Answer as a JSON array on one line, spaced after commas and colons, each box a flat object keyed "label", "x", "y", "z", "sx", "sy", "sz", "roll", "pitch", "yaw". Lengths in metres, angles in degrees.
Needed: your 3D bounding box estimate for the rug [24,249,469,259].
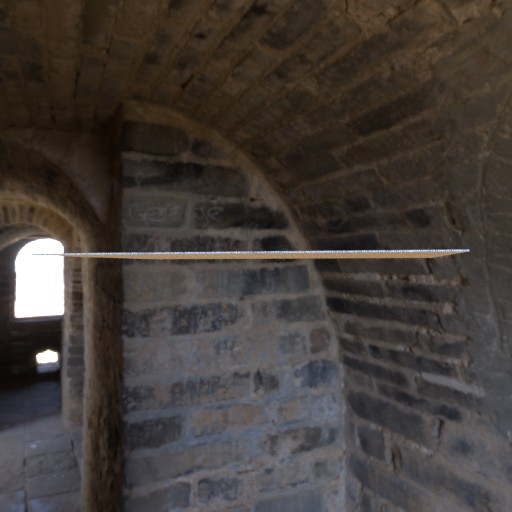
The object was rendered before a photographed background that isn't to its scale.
[{"label": "rug", "x": 0.000, "y": 0.000, "z": 2.220, "sx": 1.752, "sy": 0.006, "sz": 1.142, "roll": 0, "pitch": -1, "yaw": 16}]
